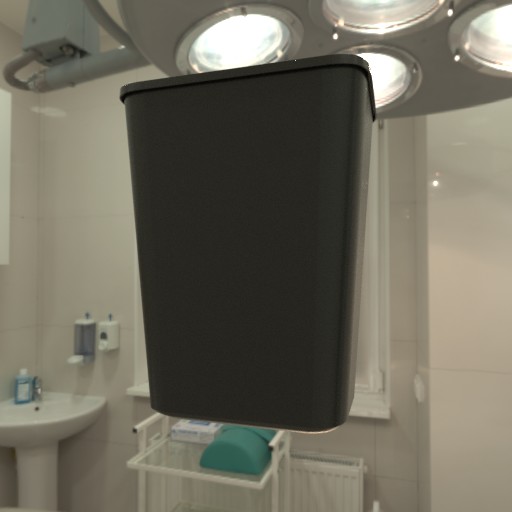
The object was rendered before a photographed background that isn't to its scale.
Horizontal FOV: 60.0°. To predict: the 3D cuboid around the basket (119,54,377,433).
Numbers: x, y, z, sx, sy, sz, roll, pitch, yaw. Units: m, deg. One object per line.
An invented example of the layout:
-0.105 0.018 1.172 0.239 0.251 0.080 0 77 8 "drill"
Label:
0.000 0.000 0.754 0.394 0.521 0.287 0 -1 17 "basket"
